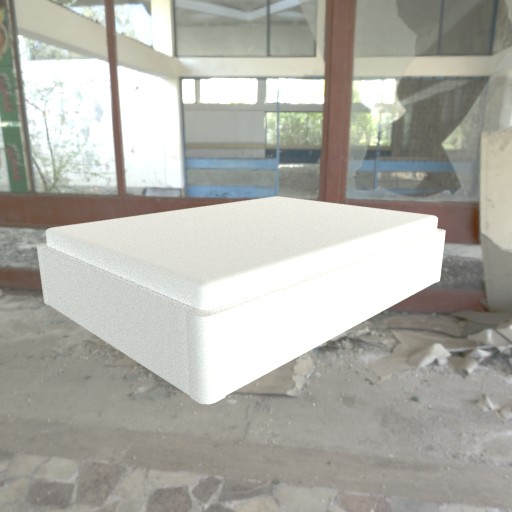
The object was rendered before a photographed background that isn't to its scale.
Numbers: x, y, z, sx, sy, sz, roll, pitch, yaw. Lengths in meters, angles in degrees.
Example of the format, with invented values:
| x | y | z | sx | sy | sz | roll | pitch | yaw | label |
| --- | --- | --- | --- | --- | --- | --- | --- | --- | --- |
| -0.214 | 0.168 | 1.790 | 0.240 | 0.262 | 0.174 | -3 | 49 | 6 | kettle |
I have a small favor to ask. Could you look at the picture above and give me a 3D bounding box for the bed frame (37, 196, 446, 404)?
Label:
| x | y | z | sx | sy | sz | roll | pitch | yaw | label |
| --- | --- | --- | --- | --- | --- | --- | --- | --- | --- |
| 0.000 | 0.000 | 2.536 | 1.400 | 0.406 | 1.900 | 14 | 21 | 43 | bed frame |
